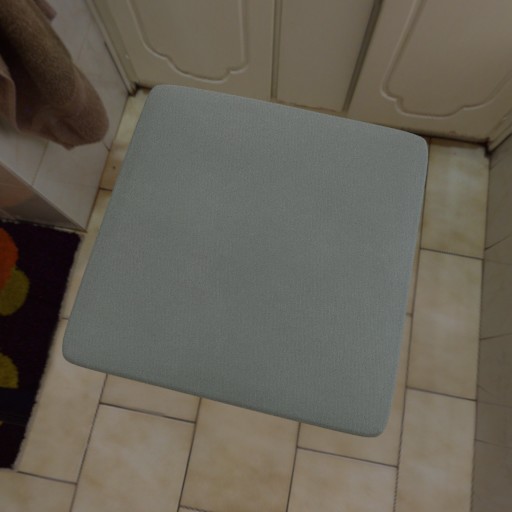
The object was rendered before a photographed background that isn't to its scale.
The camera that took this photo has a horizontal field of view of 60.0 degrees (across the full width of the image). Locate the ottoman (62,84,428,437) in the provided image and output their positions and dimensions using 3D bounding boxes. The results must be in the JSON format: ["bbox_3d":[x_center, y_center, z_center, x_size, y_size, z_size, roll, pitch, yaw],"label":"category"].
[{"bbox_3d":[0.000,0.000,1.332,0.842,0.441,0.843,13,75,4],"label":"ottoman"}]
